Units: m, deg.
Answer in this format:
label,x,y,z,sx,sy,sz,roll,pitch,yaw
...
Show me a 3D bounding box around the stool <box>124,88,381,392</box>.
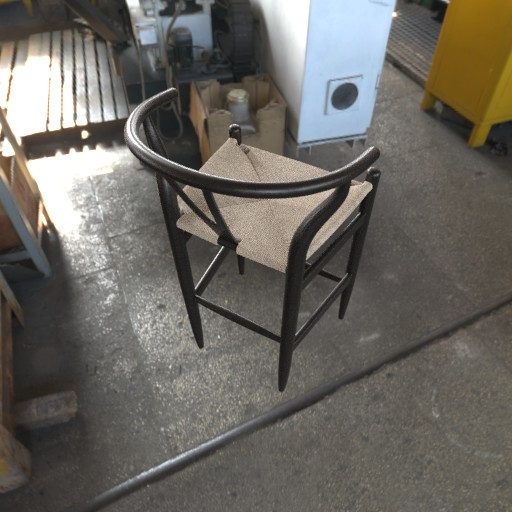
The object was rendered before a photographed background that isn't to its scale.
label,x,y,z,sx,sy,sz,roll,pitch,yaw
stool,0.000,0.000,1.333,0.569,0.970,0.579,23,51,20
